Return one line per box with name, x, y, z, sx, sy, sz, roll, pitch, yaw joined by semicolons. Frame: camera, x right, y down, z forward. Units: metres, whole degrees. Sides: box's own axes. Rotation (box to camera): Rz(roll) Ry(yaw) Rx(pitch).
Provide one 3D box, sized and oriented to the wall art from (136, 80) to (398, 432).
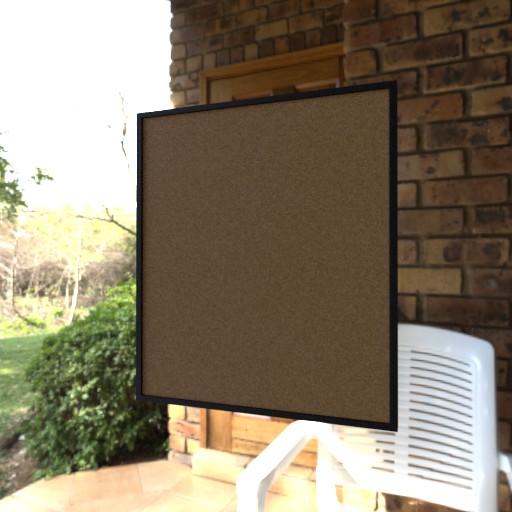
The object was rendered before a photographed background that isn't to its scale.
wall art;0.000;0.000;0.543;0.330;0.381;0.019;0;0;19
